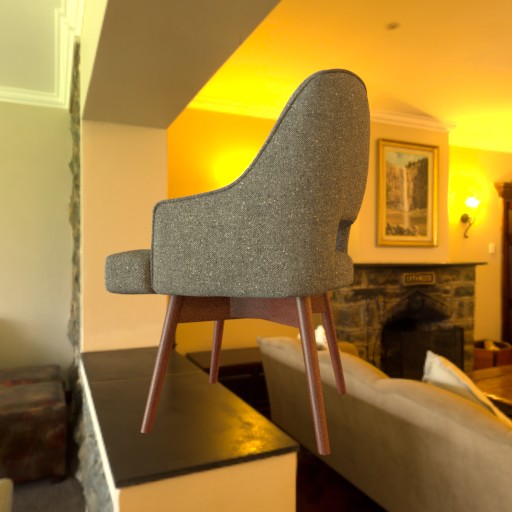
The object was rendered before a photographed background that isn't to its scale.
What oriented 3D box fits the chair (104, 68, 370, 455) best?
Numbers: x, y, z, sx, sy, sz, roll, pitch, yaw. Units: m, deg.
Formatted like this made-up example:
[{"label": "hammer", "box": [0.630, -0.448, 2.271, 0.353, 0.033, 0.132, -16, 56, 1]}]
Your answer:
[{"label": "chair", "box": [0.000, 0.000, 1.259, 0.629, 0.875, 0.608, 0, 0, 16]}]
